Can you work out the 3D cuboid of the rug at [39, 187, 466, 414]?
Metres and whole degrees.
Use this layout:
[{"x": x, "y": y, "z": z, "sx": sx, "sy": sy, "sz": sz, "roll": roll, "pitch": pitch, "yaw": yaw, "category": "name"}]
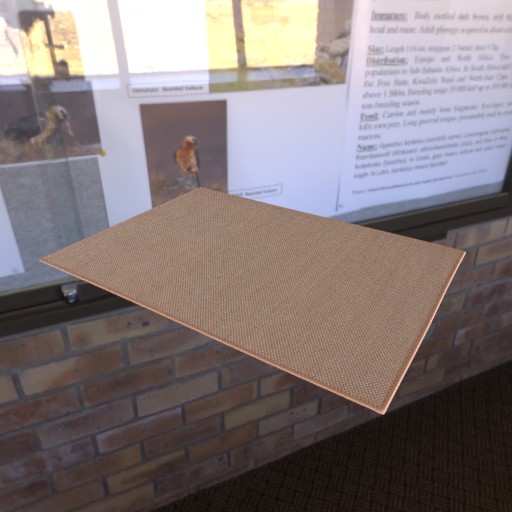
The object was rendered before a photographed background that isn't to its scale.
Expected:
[{"x": 0.000, "y": 0.000, "z": 2.707, "sx": 2.134, "sy": 0.013, "sz": 1.524, "roll": 18, "pitch": 33, "yaw": 29, "category": "rug"}]
